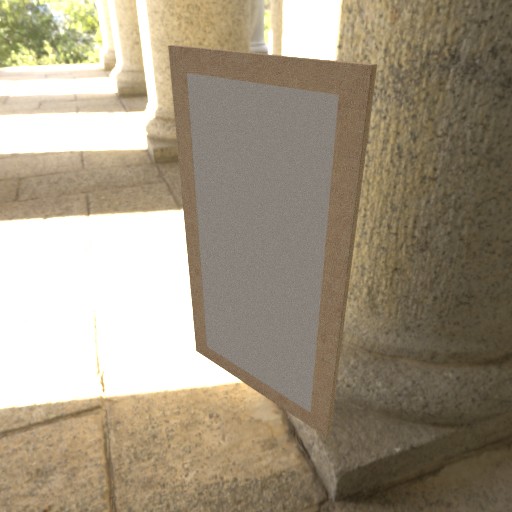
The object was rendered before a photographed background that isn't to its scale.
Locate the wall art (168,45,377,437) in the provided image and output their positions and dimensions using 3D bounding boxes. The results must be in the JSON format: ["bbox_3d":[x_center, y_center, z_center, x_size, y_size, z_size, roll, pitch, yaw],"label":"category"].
[{"bbox_3d":[0.000,0.000,0.818,0.381,0.683,0.013,23,38,34],"label":"wall art"}]
